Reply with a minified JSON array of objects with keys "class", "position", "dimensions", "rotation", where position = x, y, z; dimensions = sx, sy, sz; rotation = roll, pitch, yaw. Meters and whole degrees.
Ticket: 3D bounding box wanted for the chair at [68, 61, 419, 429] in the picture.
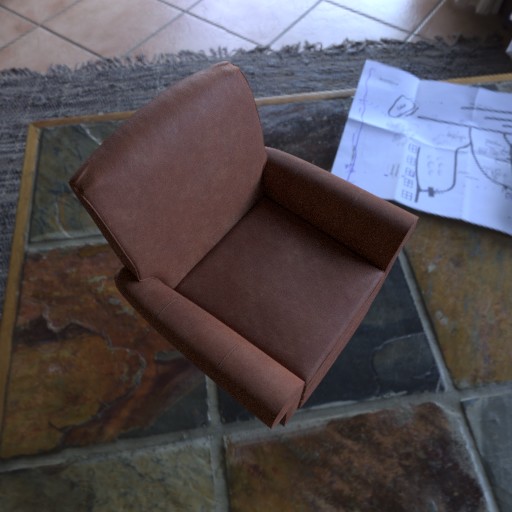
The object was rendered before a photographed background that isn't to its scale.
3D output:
[{"class":"chair","position":[0.000,0.000,1.737],"dimensions":[0.902,1.061,0.978],"rotation":[33,64,18]}]
